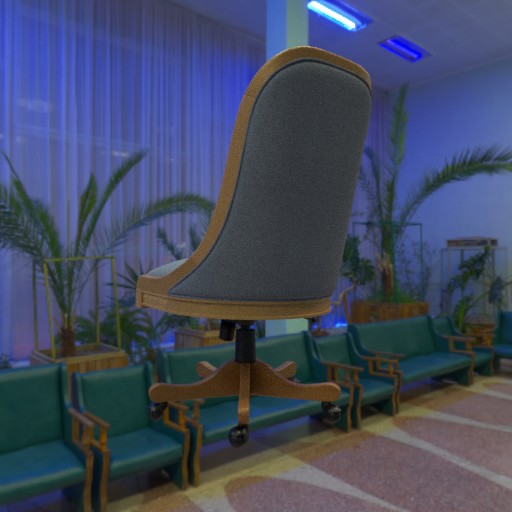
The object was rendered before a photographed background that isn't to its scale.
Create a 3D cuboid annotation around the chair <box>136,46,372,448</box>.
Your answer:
[{"bbox_3d":[0.000,0.000,1.433,0.605,1.031,0.735,1,-2,-36],"label":"chair"}]
